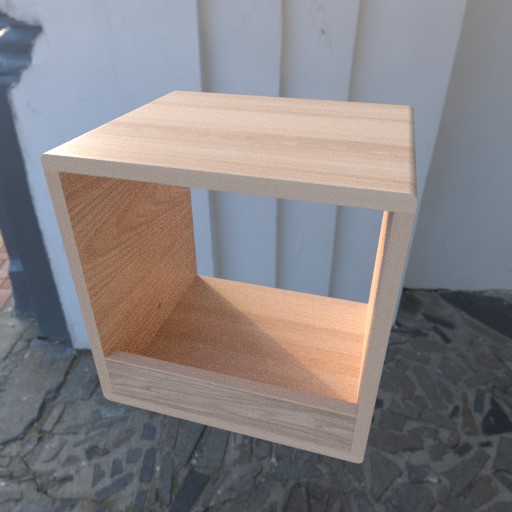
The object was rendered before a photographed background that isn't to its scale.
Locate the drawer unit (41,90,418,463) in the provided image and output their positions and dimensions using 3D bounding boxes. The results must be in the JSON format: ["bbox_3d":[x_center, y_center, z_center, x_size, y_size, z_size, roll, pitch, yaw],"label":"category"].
[{"bbox_3d":[0.000,0.000,0.588,0.344,0.344,0.290,9,33,14],"label":"drawer unit"}]
